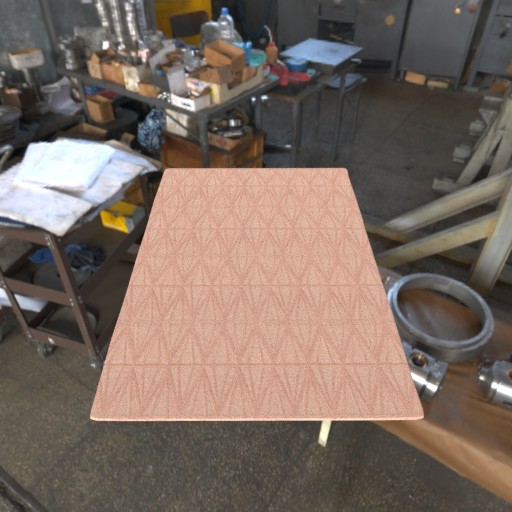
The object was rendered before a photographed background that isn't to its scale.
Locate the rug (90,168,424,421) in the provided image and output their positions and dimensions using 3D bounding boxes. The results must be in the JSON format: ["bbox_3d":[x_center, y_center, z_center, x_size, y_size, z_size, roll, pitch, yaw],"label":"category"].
[{"bbox_3d":[0.000,0.000,3.000,1.609,0.015,2.390,0,40,0],"label":"rug"}]
